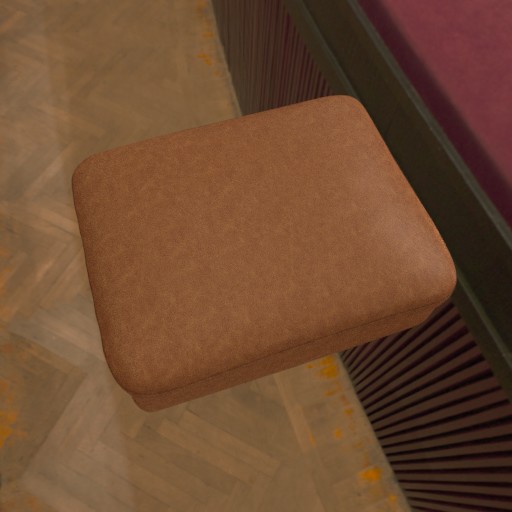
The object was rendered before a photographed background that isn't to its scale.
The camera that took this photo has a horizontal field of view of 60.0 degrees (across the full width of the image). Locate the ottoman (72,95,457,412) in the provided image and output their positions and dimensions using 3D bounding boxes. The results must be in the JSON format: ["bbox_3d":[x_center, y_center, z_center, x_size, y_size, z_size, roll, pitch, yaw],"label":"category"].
[{"bbox_3d":[0.000,0.000,1.127,0.747,0.478,0.593,-17,65,-8],"label":"ottoman"}]
